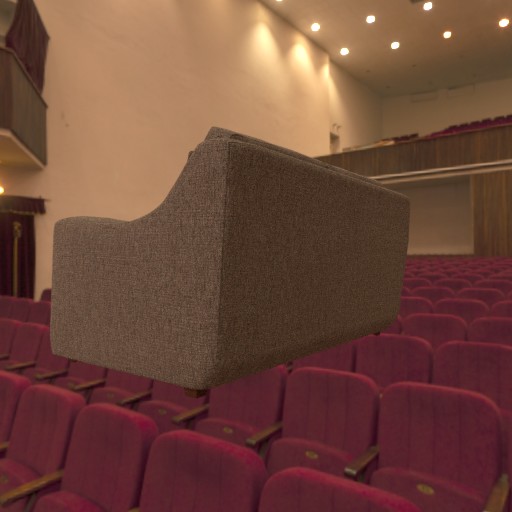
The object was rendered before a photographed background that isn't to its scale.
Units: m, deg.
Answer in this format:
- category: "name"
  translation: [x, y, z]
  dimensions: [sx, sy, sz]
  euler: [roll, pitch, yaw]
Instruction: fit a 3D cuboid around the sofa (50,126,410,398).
- category: "sofa"
  translation: [0.000, 0.000, 2.386]
  dimensions: [1.120, 0.991, 1.778]
  euler: [0, -1, 38]
